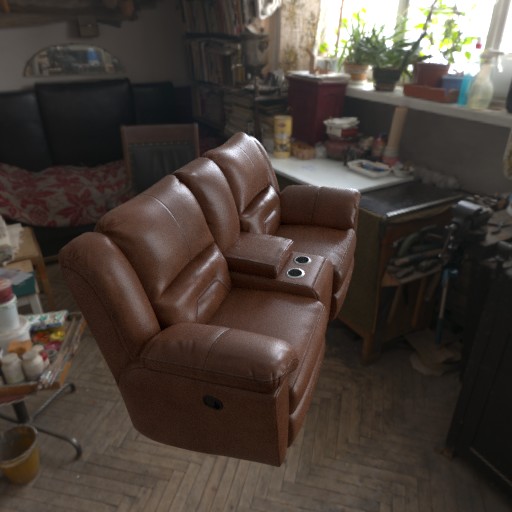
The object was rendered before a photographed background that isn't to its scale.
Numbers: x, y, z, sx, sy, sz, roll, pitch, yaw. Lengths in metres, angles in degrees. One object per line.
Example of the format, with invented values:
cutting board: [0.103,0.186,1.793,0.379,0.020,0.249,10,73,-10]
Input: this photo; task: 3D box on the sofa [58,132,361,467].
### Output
sofa: [0.000,0.000,2.574,0.991,1.043,2.058,10,30,17]
